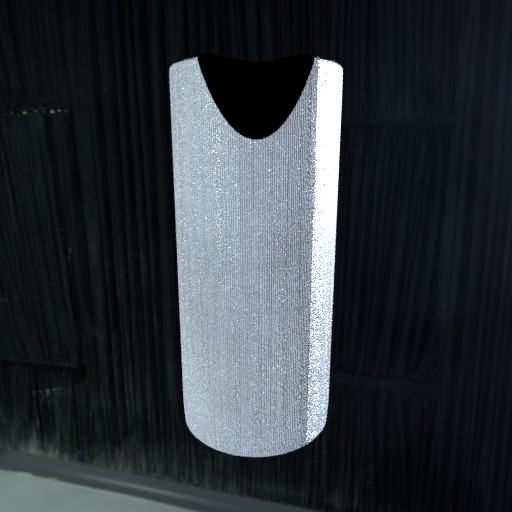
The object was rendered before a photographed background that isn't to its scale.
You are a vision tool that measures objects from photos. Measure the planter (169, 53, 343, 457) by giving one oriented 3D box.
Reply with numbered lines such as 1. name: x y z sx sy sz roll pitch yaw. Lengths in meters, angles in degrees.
1. planter: 0.000 0.000 0.130 0.045 0.103 0.045 2 14 10
